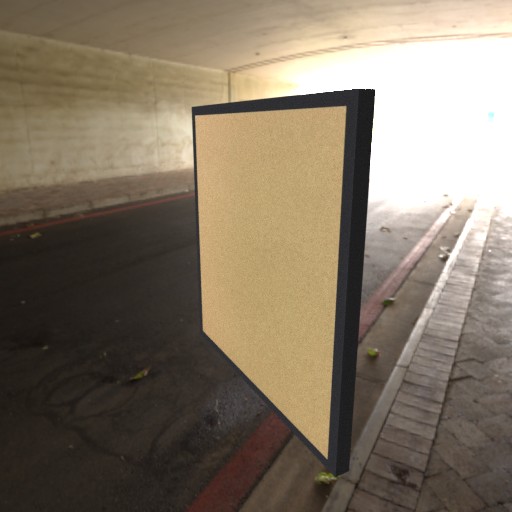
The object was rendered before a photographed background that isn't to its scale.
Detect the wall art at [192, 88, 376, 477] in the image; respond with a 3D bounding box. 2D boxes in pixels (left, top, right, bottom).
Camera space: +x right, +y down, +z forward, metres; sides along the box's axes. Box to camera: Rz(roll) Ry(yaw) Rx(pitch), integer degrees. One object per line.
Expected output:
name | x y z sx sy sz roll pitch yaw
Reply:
wall art | 0.000 0.000 1.147 0.037 0.760 0.762 -9 18 -27
